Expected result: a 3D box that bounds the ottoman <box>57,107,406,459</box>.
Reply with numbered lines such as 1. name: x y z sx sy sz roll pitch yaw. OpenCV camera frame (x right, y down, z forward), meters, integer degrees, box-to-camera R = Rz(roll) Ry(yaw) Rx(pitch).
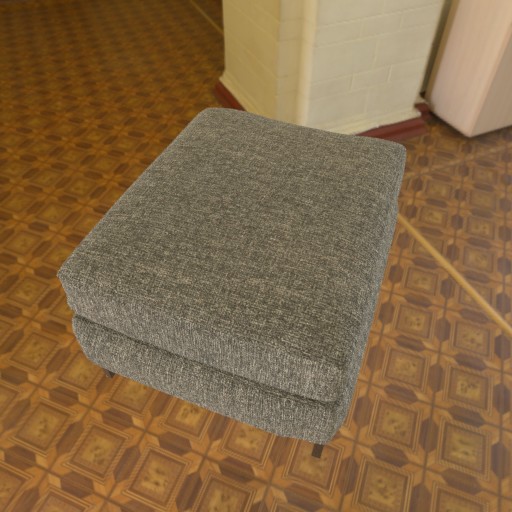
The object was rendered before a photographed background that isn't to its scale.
1. ottoman: 0.000 0.000 1.219 0.683 0.480 0.828 16 49 14
